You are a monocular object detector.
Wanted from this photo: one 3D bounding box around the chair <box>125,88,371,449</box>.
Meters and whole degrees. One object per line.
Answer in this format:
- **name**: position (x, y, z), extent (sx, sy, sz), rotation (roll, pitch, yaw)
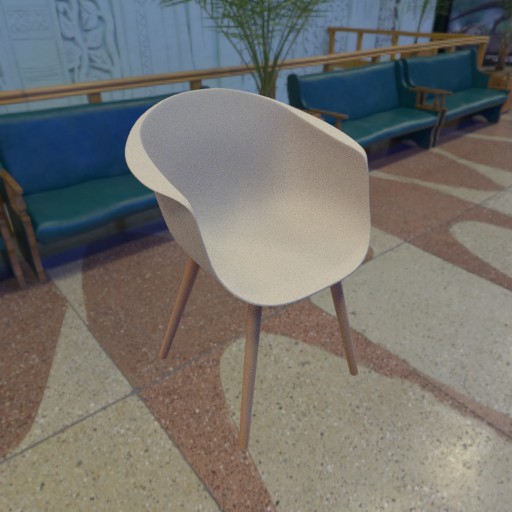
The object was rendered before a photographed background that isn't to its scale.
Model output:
- **chair**: position (0.000, 0.000, 1.192), extent (0.593, 0.781, 0.504), rotation (-21, 37, -32)
